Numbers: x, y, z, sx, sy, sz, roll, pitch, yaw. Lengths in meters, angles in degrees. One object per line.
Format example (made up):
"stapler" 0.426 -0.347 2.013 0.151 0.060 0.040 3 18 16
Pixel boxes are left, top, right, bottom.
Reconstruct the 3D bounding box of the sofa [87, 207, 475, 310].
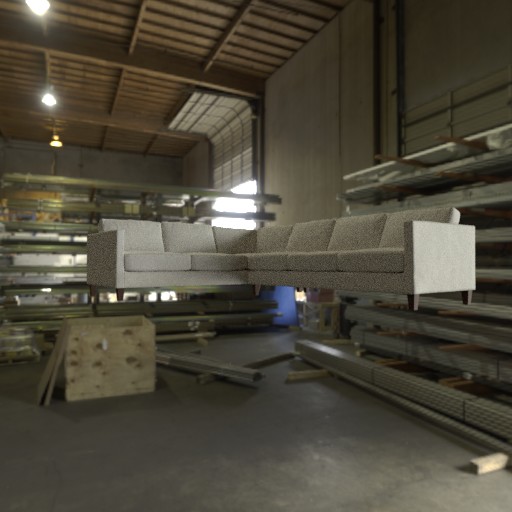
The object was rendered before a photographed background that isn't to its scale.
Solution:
"sofa" 0.000 0.000 4.410 2.432 0.863 3.182 1 -1 -36
